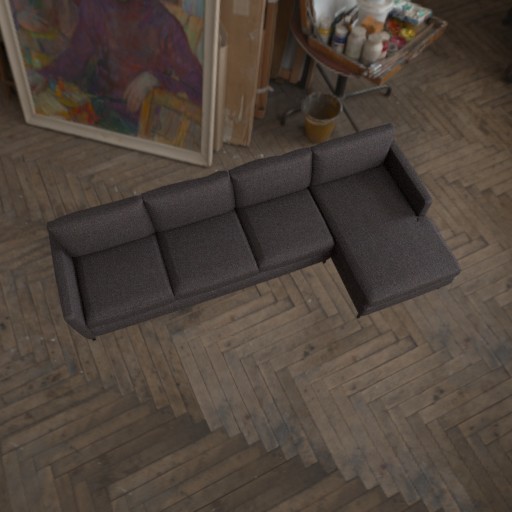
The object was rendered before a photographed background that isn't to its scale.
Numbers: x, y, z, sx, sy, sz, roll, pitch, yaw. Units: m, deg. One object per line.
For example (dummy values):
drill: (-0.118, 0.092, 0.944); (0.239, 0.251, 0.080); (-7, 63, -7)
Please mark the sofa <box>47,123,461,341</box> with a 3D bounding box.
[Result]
sofa: (0.000, 0.000, 3.804); (3.221, 0.892, 1.483); (-18, 65, -9)
